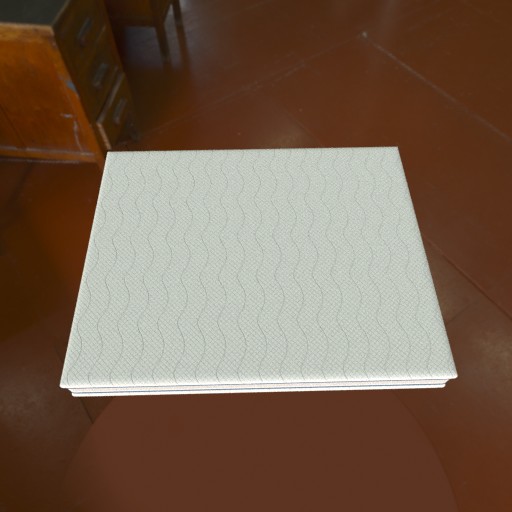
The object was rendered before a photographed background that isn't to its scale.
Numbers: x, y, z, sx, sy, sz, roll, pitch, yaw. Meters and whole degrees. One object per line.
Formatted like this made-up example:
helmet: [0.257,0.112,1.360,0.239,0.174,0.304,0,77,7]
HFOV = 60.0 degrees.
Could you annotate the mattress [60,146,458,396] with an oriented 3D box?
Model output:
mattress: [0.000,0.000,2.722,2.000,0.230,1.600,-1,59,-1]
